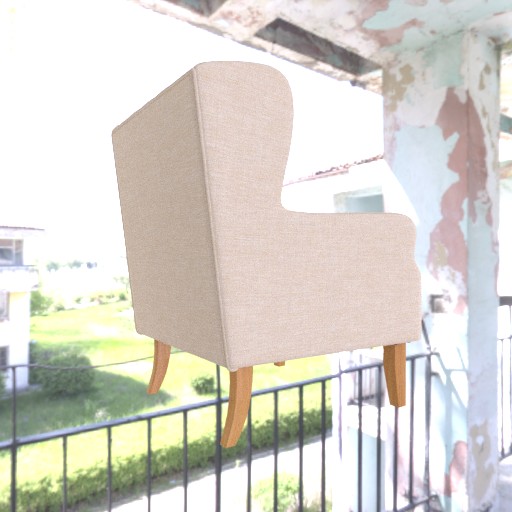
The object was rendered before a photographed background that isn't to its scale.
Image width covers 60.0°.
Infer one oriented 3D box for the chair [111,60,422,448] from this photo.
[{"bbox_3d":[0.000,0.000,1.439,0.760,0.930,0.710,0,0,-35],"label":"chair"}]
